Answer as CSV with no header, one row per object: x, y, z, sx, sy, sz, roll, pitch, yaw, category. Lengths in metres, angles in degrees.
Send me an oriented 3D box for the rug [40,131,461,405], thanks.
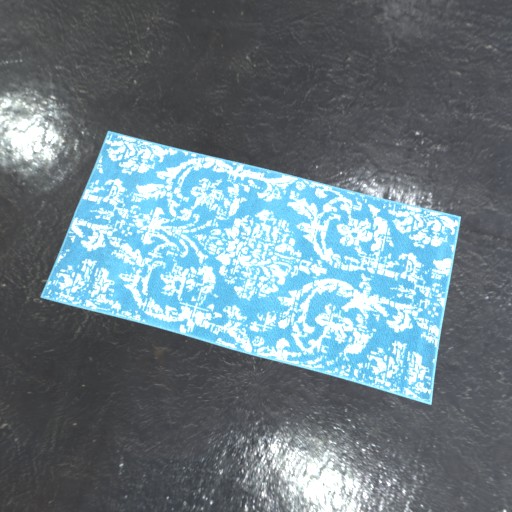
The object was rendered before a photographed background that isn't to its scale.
0.000,0.000,1.406,1.219,0.007,0.604,15,75,4,rug
